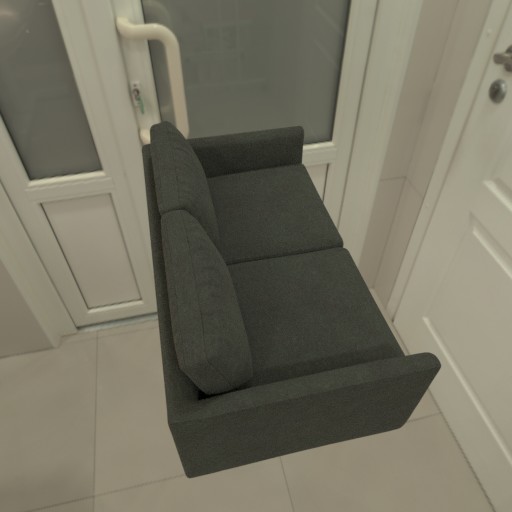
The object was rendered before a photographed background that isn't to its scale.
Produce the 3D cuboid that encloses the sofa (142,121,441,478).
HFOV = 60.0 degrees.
[{"bbox_3d":[0.000,0.000,2.460,1.091,0.845,1.909,-9,47,-9],"label":"sofa"}]
